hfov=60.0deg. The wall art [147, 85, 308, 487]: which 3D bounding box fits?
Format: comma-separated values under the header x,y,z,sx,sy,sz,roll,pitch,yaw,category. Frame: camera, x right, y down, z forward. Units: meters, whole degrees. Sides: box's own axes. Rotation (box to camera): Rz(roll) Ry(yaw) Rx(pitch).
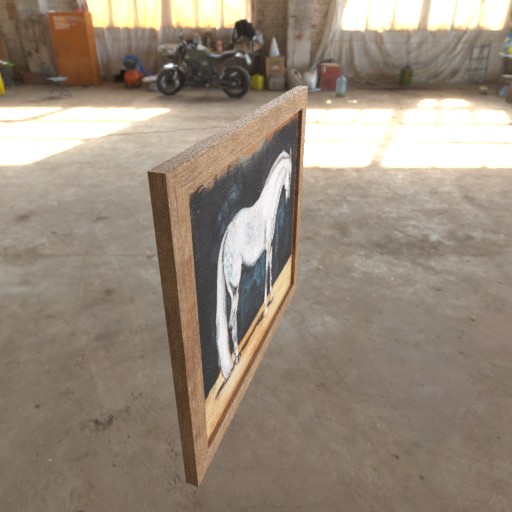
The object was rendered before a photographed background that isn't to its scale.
x,y,z,sx,sy,sz,roll,pitch,yaw,category
0.000,0.000,0.943,0.026,0.588,0.690,10,31,17,wall art
